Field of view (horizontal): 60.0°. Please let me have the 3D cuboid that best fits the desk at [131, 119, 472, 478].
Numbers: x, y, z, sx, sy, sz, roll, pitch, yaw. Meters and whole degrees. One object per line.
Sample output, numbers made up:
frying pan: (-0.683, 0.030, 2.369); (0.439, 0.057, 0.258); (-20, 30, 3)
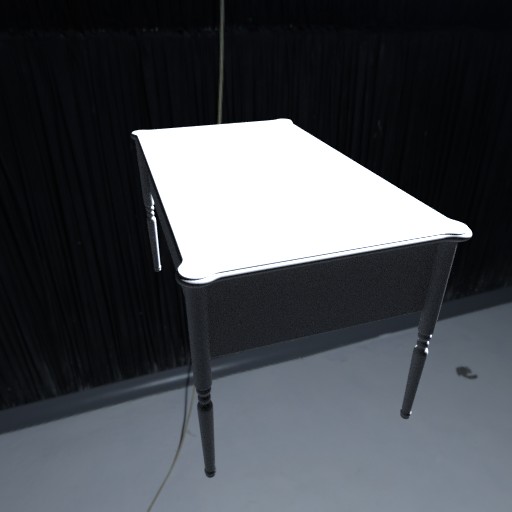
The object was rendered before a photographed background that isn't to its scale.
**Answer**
desk: (0.000, 0.000, 1.829); (0.807, 0.762, 1.380); (-9, 31, -16)
